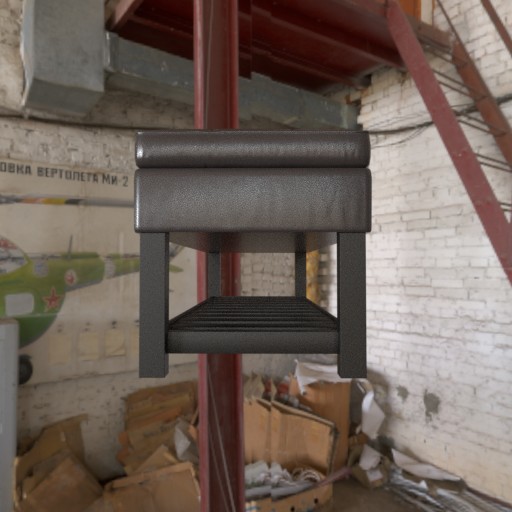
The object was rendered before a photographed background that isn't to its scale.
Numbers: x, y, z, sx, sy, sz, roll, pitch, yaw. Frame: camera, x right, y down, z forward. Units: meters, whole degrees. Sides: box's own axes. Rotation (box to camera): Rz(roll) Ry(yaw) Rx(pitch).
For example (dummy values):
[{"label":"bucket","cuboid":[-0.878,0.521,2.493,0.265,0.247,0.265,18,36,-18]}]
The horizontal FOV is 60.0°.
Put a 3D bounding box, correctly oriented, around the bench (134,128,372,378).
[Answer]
[{"label":"bench","cuboid":[0.000,0.000,1.326,0.432,0.460,1.105,0,-2,1]}]
